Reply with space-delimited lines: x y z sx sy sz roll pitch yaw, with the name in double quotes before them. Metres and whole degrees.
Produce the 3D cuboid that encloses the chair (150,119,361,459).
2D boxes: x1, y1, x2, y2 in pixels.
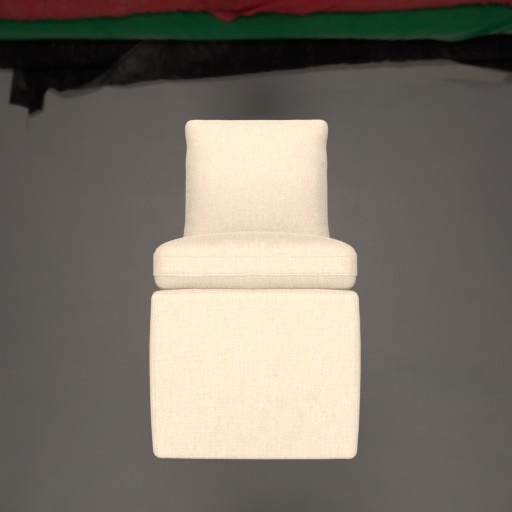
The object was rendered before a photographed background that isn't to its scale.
"chair" 0.000 0.000 1.334 0.503 0.927 0.698 0 1 0
